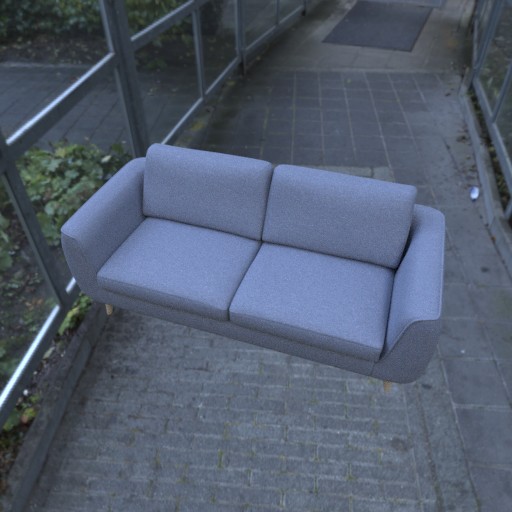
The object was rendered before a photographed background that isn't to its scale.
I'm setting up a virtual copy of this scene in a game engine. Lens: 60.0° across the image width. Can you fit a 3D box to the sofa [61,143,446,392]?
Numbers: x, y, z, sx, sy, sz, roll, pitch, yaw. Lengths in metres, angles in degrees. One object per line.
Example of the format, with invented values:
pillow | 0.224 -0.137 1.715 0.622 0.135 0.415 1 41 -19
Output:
sofa | 0.000 0.000 2.604 2.000 0.870 0.920 13 43 14
